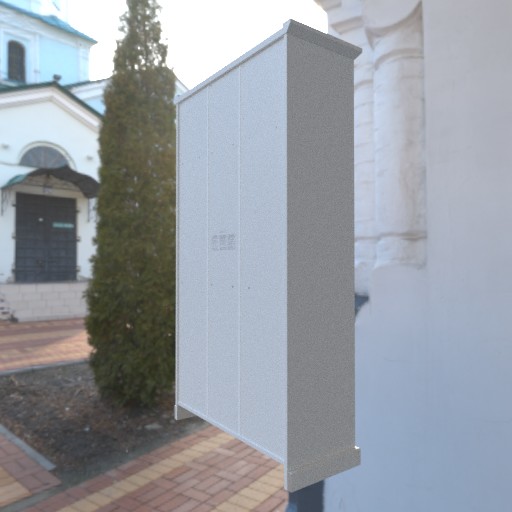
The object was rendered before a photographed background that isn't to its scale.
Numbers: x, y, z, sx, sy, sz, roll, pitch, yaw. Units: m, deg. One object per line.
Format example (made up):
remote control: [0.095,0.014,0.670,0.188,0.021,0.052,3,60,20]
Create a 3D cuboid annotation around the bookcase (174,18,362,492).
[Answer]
bookcase: [0.000,0.000,2.298,0.432,1.880,1.050,1,-1,-36]
